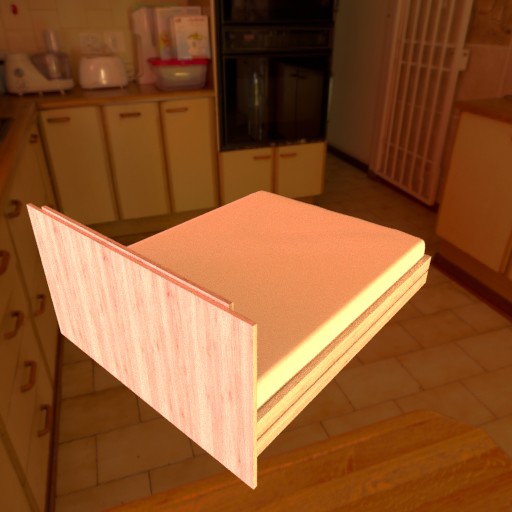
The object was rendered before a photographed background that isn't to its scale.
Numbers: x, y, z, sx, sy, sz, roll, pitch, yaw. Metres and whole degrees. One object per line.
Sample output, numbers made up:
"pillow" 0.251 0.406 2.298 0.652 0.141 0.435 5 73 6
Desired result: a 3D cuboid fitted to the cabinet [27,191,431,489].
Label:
"cabinet" 0.000 0.000 3.011 1.750 0.970 2.080 23 36 35
